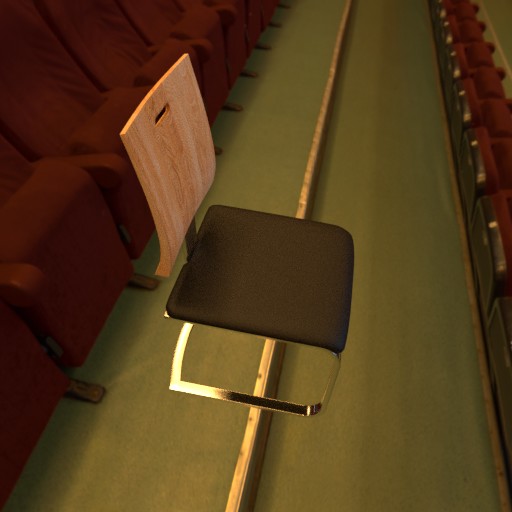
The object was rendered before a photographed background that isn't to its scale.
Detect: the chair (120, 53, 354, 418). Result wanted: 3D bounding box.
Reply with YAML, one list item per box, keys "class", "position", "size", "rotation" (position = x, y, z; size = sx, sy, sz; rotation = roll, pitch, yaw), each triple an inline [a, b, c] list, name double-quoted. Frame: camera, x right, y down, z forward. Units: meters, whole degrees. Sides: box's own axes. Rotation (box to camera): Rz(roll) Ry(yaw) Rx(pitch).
- class: "chair"
  position: [0.000, 0.000, 1.247]
  size: [0.560, 0.936, 0.462]
  rotation: [9, 46, 8]
